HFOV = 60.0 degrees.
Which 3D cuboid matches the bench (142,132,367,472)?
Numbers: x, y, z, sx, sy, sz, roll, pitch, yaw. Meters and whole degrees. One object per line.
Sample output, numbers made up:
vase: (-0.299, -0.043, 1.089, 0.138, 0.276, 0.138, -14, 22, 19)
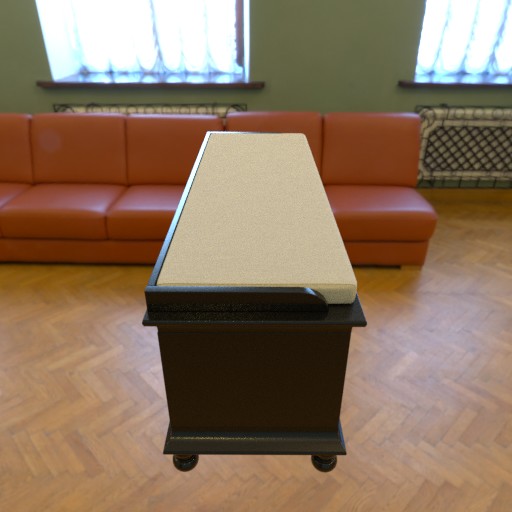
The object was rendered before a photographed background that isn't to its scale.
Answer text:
bench: (0.000, 0.000, 1.403, 0.402, 0.501, 1.185, 0, 30, 0)
